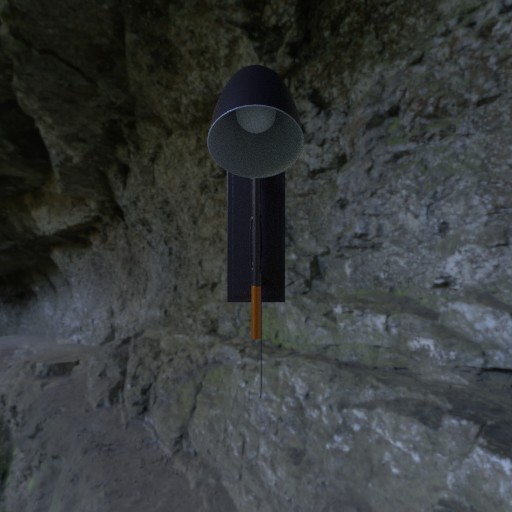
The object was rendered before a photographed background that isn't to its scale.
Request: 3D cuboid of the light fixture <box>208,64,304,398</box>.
[{"bbox_3d":[0.000,0.000,0.931,0.162,0.715,0.499,0,1,0],"label":"light fixture"}]
